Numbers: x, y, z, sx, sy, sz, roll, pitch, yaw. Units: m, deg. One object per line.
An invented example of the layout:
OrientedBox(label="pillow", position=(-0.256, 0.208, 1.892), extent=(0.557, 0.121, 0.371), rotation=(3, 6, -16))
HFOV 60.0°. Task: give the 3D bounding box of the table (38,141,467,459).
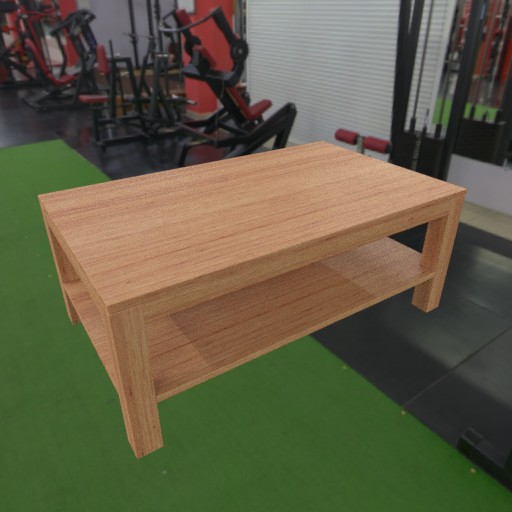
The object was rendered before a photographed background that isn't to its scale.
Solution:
OrientedBox(label="table", position=(0.000, 0.000, 1.492), extent=(1.146, 0.457, 0.695), rotation=(-18, 34, -29))
